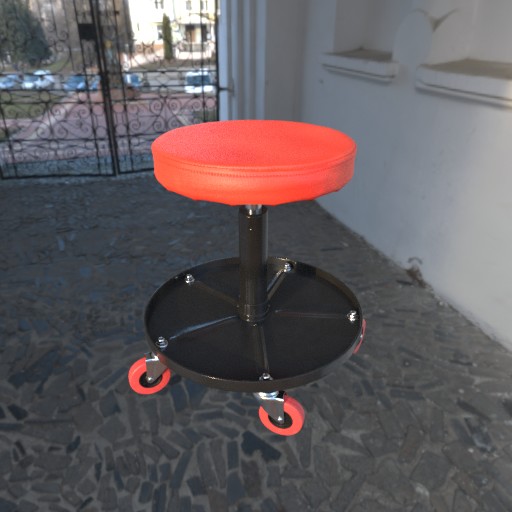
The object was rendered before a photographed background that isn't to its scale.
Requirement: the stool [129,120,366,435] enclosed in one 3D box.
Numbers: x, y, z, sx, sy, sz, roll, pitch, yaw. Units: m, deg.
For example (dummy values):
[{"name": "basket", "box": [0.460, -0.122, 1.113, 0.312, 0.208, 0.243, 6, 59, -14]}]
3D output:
[{"name": "stool", "box": [0.000, 0.000, 0.686, 0.381, 0.365, 0.382, 0, 28, 0]}]
